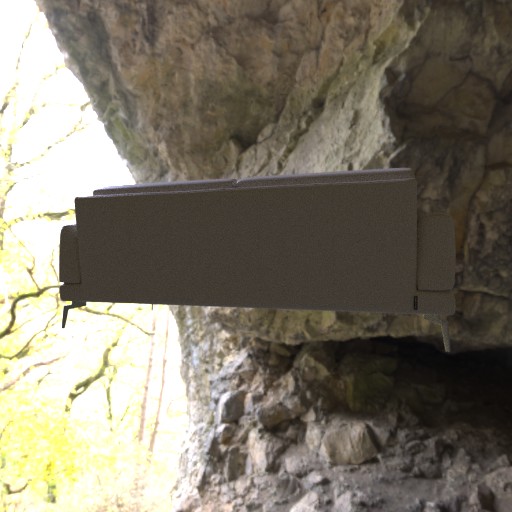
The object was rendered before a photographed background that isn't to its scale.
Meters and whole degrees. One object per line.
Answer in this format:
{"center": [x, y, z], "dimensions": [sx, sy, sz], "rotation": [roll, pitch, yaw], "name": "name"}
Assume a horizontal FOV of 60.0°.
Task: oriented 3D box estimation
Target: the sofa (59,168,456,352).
{"center": [0.000, 0.000, 2.429], "dimensions": [1.940, 0.765, 0.974], "rotation": [0, -1, 18], "name": "sofa"}
